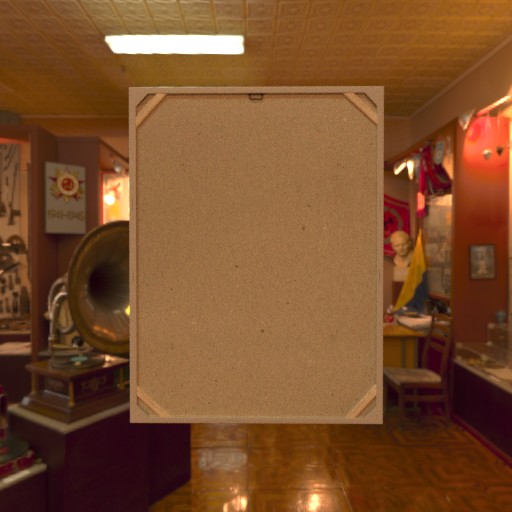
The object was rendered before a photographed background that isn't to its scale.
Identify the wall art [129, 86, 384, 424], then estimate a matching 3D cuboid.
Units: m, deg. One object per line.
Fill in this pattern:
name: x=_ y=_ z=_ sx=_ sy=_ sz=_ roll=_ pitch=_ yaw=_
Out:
wall art: x=0.000 y=0.000 z=1.613 sx=0.914 sy=1.212 sz=0.038 roll=0 pitch=1 yaw=1
